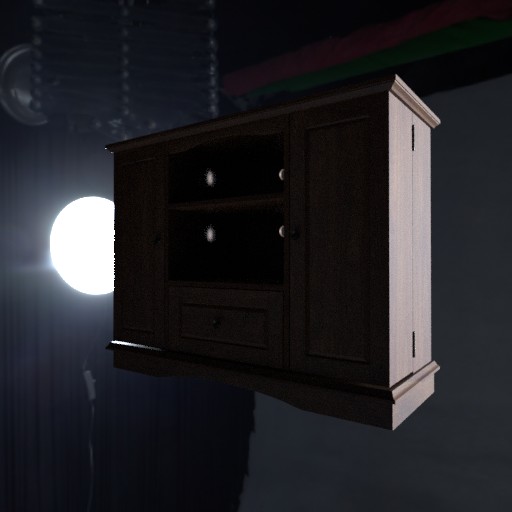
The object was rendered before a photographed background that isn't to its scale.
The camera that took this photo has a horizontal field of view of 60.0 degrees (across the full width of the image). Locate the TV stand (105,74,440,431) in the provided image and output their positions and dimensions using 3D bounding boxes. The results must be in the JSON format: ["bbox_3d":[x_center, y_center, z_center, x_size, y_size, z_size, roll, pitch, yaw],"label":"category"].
[{"bbox_3d":[0.000,0.000,1.470,1.067,0.813,0.406,0,-1,36],"label":"TV stand"}]
